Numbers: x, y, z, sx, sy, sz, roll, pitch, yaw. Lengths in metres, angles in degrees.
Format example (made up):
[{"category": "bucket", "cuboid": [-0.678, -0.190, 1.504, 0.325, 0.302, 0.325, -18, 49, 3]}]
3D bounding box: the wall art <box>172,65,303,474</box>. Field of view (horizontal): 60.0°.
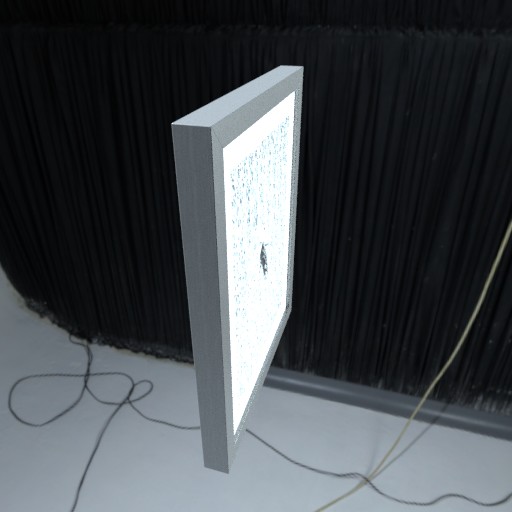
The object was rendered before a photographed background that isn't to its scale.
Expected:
[{"category": "wall art", "cuboid": [0.000, 0.000, 0.523, 0.030, 0.379, 0.308, 9, 31, 14]}]
